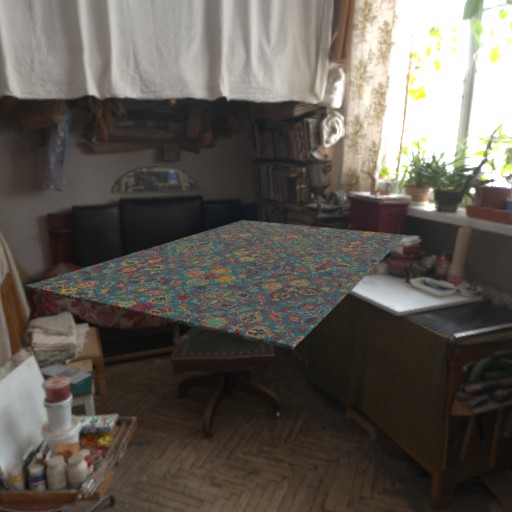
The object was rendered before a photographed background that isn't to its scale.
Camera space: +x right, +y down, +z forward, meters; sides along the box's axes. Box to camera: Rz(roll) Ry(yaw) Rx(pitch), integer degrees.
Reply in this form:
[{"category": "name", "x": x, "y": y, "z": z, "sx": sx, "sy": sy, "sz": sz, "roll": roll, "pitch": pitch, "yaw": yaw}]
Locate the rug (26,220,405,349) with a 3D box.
[{"category": "rug", "x": 0.000, "y": 0.000, "z": 2.362, "sx": 1.216, "sy": 0.014, "sz": 1.836, "roll": 8, "pitch": 16, "yaw": 27}]
